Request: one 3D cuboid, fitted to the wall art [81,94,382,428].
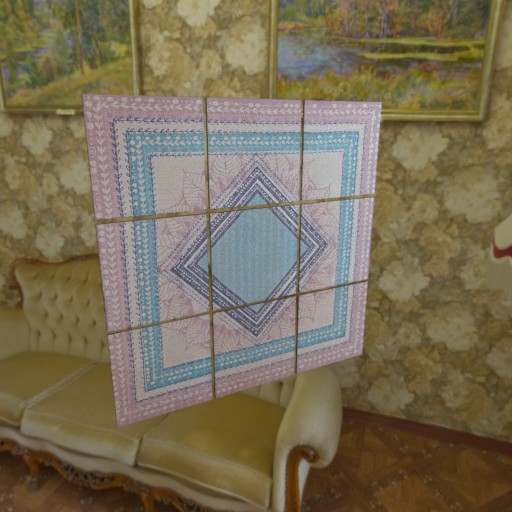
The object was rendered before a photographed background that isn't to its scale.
[{"bbox_3d":[0.000,0.000,2.276,1.527,1.525,0.014,-9,19,-27],"label":"wall art"}]
